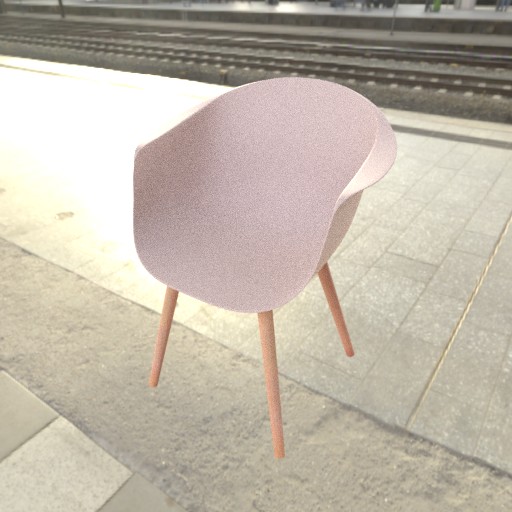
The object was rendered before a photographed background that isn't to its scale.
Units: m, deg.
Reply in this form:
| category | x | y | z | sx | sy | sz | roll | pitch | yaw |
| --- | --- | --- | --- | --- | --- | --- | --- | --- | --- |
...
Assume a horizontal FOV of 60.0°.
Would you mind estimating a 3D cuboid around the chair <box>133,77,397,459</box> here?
| category | x | y | z | sx | sy | sz | roll | pitch | yaw |
| --- | --- | --- | --- | --- | --- | --- | --- | --- | --- |
| chair | 0.000 | 0.000 | 1.128 | 0.593 | 0.781 | 0.504 | 18 | 36 | 27 |
